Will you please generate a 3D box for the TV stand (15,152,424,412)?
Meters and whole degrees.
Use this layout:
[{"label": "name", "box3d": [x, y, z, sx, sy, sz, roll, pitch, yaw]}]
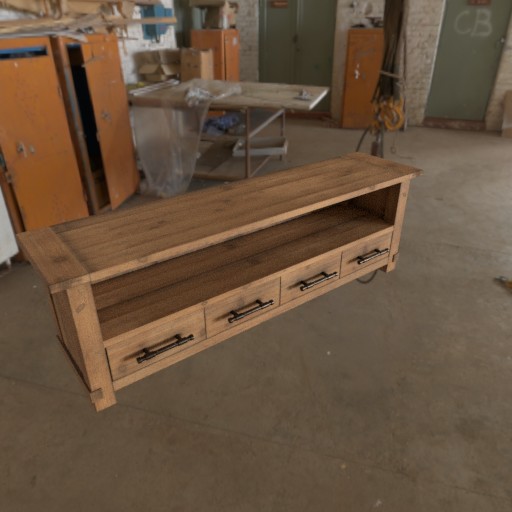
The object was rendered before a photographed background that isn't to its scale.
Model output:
[{"label": "TV stand", "box3d": [0.000, 0.000, 2.024, 1.804, 0.573, 0.453, -20, 34, -32]}]
